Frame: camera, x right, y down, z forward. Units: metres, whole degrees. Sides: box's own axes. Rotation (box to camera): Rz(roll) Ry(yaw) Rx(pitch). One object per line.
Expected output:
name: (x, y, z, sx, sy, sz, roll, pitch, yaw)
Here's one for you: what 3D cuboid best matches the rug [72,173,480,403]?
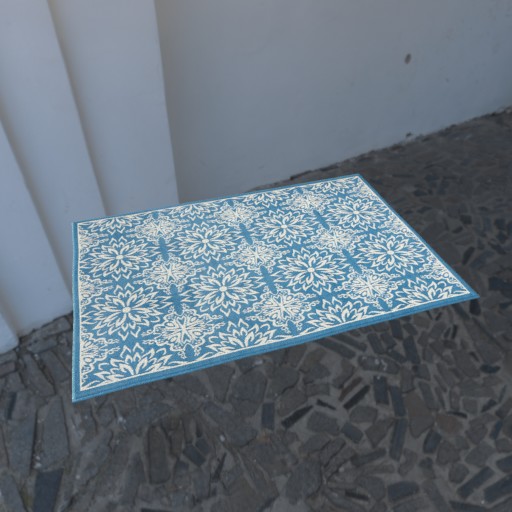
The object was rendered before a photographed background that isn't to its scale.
rug: (0.000, 0.000, 3.503, 2.769, 0.018, 1.830, -12, 42, -13)
